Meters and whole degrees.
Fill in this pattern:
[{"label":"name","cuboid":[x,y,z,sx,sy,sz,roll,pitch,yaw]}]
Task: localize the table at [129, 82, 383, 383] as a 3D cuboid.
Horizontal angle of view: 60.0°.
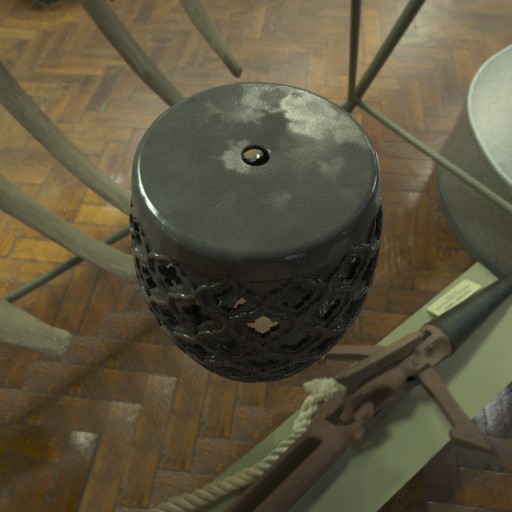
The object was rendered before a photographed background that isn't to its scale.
[{"label":"table","cuboid":[0.000,0.000,0.628,0.325,0.388,0.325,0,57,0]}]
